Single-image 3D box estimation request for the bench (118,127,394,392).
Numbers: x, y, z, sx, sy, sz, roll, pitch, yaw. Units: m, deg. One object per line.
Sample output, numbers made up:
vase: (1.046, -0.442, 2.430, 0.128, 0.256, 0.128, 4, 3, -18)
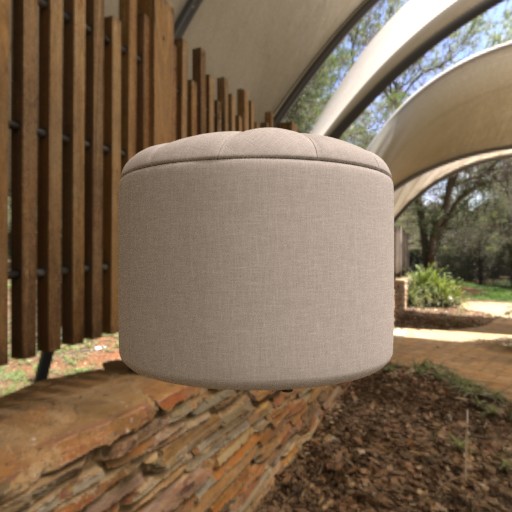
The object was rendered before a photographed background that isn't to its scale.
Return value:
bench: (0.000, 0.000, 1.009, 0.600, 0.453, 0.600, 0, 0, 0)
